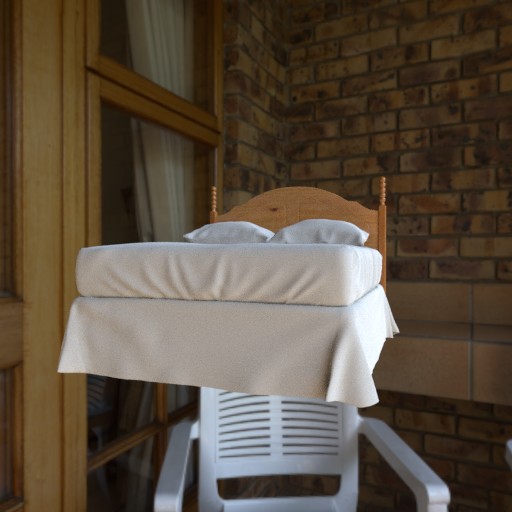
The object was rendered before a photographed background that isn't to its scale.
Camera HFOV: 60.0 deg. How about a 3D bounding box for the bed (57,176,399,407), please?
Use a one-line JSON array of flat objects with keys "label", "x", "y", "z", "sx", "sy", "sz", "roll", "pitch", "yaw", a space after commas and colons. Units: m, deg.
[{"label": "bed", "x": 0.000, "y": 0.000, "z": 3.150, "sx": 1.873, "sy": 1.356, "sz": 2.040, "roll": 0, "pitch": 0, "yaw": 20}]
